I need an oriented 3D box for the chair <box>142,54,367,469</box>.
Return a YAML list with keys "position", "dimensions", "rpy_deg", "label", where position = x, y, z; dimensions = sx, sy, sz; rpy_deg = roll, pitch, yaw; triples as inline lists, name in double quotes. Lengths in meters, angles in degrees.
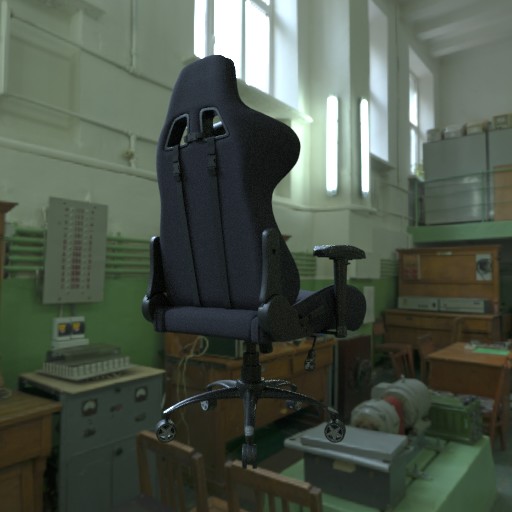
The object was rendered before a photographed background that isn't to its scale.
- position: [0.000, 0.000, 1.694]
  dimensions: [0.730, 1.300, 0.695]
  rpy_deg: [-2, -3, 36]
  label: "chair"
